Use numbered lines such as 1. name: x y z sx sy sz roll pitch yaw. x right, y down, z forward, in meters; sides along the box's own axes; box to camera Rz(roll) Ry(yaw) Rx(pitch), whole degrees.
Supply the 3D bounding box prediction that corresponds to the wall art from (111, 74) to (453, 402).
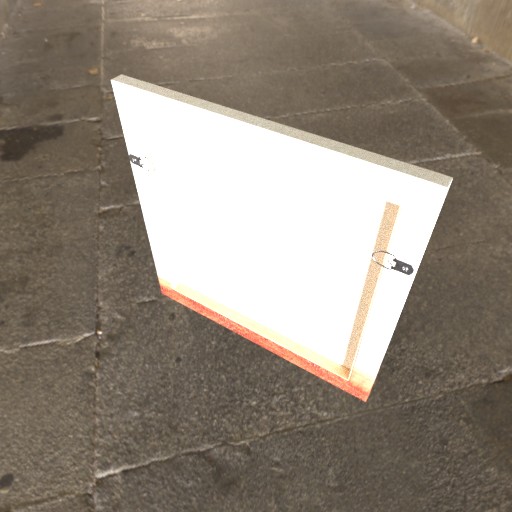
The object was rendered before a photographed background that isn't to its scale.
1. wall art: 0.000 0.000 1.148 0.760 0.760 0.042 24 50 22
